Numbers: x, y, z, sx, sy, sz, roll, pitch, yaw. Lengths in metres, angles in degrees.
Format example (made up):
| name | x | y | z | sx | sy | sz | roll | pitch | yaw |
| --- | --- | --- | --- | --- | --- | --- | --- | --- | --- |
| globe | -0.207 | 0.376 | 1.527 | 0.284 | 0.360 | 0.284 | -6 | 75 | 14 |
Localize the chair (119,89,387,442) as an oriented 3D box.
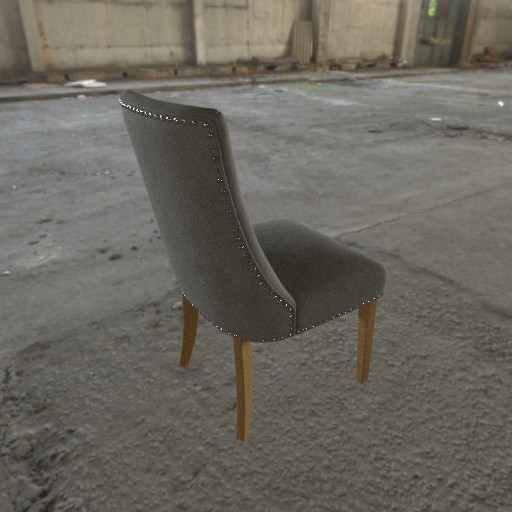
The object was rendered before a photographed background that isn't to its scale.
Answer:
| name | x | y | z | sx | sy | sz | roll | pitch | yaw |
| --- | --- | --- | --- | --- | --- | --- | --- | --- | --- |
| chair | 0.000 | 0.000 | 1.281 | 0.610 | 0.902 | 0.495 | -17 | 31 | -30 |
